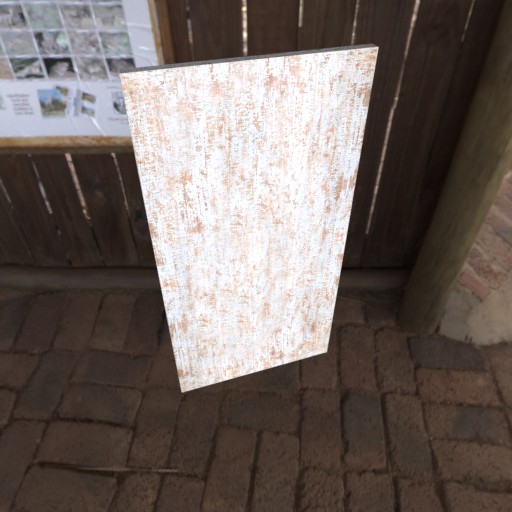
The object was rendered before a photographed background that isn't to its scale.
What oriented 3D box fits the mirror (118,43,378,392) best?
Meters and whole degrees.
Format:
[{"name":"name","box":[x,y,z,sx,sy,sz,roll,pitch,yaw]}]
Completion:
[{"name":"mirror","box":[0.000,0.000,1.079,0.472,0.922,0.027,-12,42,-14]}]
